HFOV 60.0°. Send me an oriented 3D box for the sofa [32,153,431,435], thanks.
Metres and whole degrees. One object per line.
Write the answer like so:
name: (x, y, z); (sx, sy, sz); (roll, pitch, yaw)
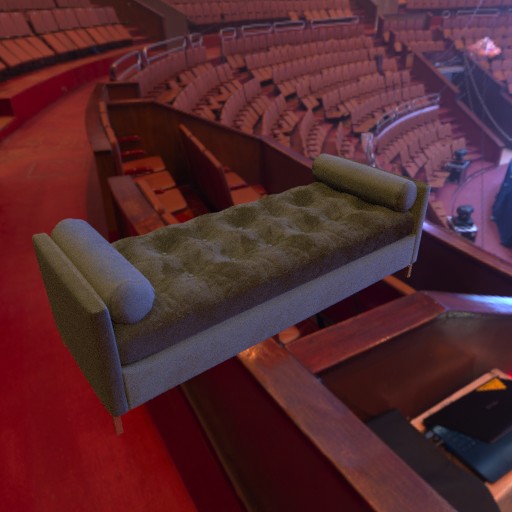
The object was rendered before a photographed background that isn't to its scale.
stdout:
sofa: (0.000, 0.000, 2.507); (2.102, 0.705, 0.796); (-21, 36, -32)
